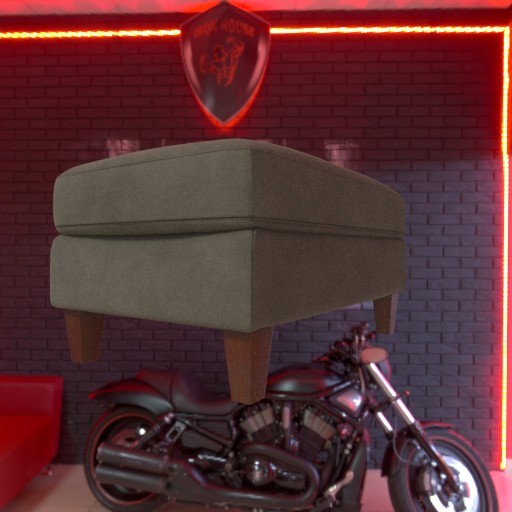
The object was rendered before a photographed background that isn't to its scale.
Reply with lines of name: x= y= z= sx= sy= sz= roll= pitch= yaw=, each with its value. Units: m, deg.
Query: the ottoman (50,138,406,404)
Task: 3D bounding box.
ottoman: x=0.000 y=0.000 z=1.197 sx=0.584 sy=0.483 sz=0.864 roll=1 pitch=1 yaw=35
